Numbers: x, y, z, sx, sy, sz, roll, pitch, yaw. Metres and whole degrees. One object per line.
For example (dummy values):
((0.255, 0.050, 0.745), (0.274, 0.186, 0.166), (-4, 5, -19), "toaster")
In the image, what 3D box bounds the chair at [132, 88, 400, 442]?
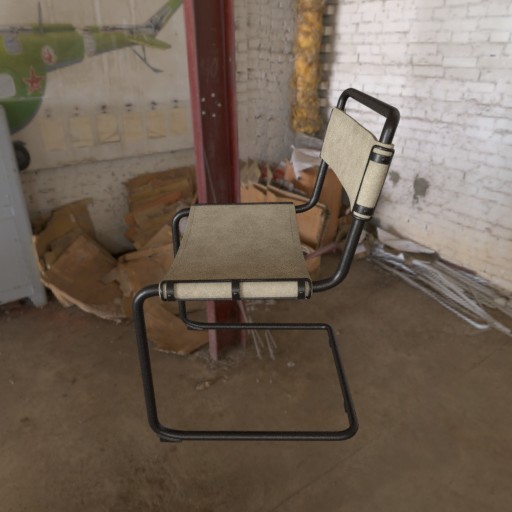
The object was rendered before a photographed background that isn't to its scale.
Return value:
((0.000, 0.000, 1.091), (0.497, 0.747, 0.499), (0, 26, 0), "chair")
